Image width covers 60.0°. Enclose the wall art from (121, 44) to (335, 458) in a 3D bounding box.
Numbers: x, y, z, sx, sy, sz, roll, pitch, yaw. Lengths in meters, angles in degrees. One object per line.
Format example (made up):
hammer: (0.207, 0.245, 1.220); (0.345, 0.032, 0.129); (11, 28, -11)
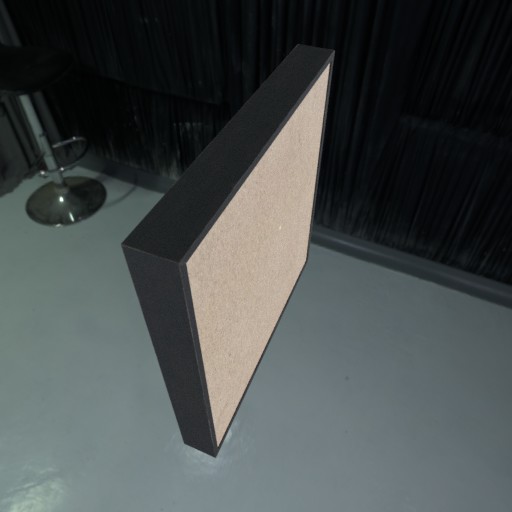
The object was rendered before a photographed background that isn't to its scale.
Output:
wall art: (0.000, 0.000, 0.454); (0.038, 0.305, 0.305); (17, 49, 15)
